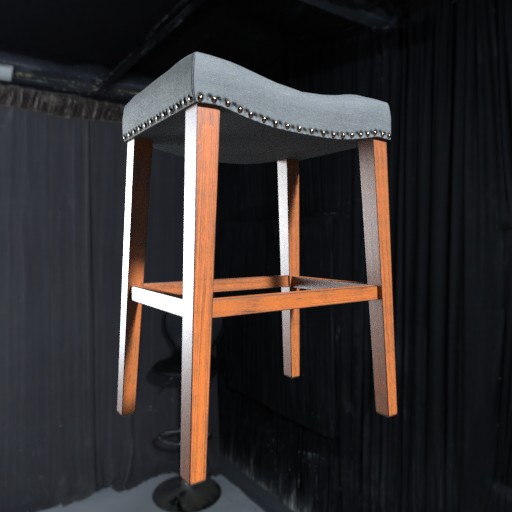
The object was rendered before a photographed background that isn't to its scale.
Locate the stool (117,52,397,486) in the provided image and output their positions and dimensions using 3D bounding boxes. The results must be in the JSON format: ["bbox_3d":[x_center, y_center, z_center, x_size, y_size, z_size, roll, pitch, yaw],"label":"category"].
[{"bbox_3d":[0.000,0.000,0.847,0.439,0.612,0.320,-1,2,-35],"label":"stool"}]
